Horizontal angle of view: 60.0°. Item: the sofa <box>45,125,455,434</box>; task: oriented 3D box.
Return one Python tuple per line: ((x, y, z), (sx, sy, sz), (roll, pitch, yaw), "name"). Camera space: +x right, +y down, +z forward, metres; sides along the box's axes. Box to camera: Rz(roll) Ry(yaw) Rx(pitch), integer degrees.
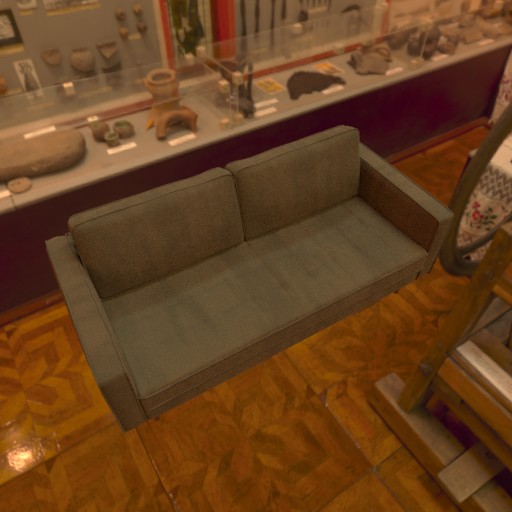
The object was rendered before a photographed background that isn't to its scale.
((0.000, 0.000, 2.382), (1.920, 0.825, 0.924), (-23, 51, -20), "sofa")
